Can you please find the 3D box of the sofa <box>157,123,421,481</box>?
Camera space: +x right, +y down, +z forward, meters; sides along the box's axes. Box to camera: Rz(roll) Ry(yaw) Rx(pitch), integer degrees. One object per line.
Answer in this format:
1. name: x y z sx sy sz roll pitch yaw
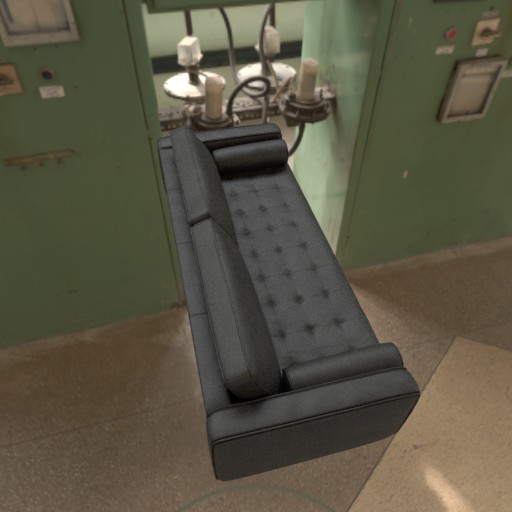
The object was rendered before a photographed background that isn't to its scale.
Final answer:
1. sofa: 0.000 0.000 2.593 0.914 0.762 2.210 -10 48 -10
